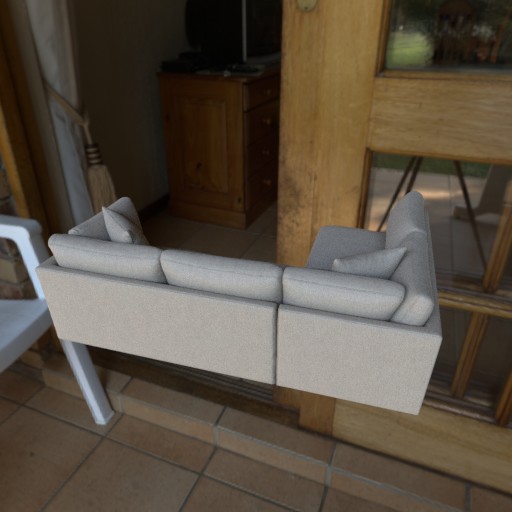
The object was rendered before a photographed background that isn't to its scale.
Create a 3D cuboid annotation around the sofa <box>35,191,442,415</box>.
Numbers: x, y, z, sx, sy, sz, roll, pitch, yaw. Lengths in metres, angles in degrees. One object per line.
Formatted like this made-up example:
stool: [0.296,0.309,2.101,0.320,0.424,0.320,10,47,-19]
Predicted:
sofa: [0.000,0.000,3.901,2.896,0.978,1.994,8,30,14]
